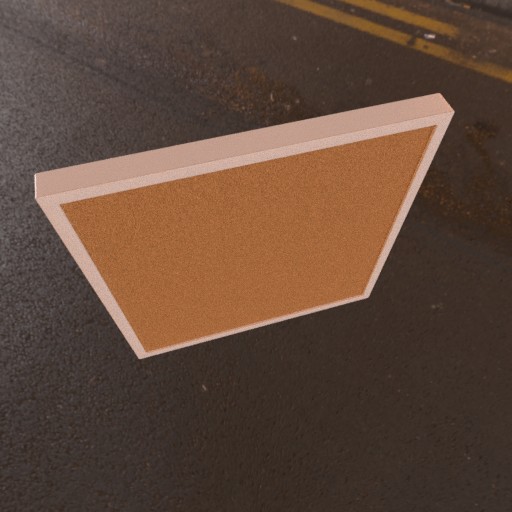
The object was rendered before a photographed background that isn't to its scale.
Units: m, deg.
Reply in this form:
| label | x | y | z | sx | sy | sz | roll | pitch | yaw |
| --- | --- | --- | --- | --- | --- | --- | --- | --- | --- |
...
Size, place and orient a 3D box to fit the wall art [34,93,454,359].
| label | x | y | z | sx | sy | sz | roll | pitch | yaw |
| --- | --- | --- | --- | --- | --- | --- | --- | --- | --- |
| wall art | 0.000 | 0.000 | 0.739 | 0.508 | 0.508 | 0.038 | -14 | 58 | -9 |
